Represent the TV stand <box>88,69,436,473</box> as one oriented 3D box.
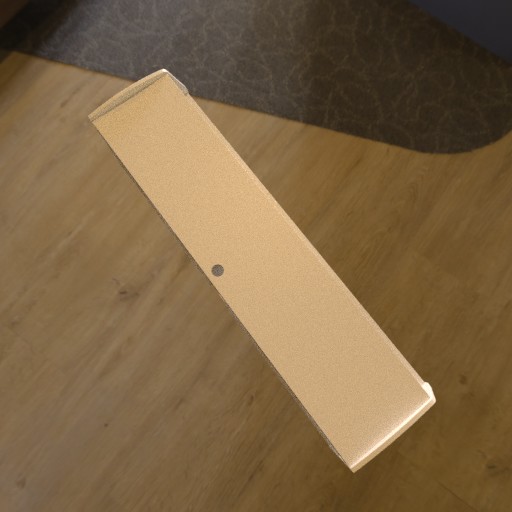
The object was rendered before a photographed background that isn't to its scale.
[{"bbox_3d":[0.000,0.000,1.662,0.397,0.424,1.473,-36,79,-8],"label":"TV stand"}]
